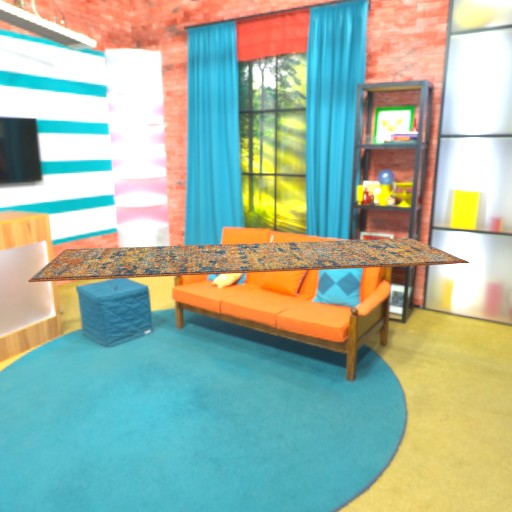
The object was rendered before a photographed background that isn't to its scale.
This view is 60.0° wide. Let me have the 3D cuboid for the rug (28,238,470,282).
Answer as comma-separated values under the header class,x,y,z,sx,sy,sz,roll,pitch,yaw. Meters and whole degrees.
class,x,y,z,sx,sy,sz,roll,pitch,yaw
rug,0.000,0.000,2.565,2.274,0.016,0.651,-2,14,-9
